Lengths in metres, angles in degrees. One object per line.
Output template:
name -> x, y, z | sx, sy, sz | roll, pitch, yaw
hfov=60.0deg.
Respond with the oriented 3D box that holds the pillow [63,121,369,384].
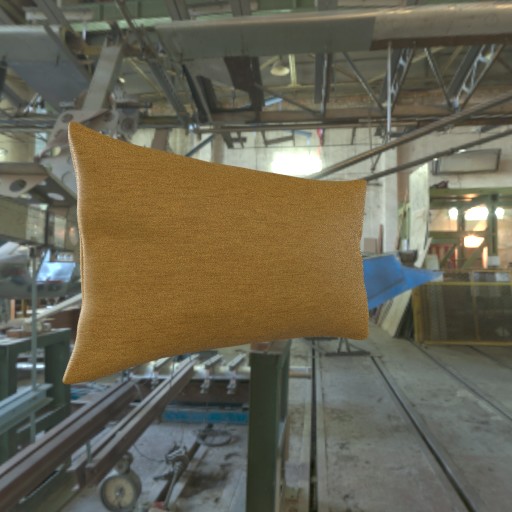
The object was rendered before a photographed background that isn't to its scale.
pillow -> 0.000, 0.000, 0.779 | 0.634, 0.354, 0.210 | 1, -2, -38
